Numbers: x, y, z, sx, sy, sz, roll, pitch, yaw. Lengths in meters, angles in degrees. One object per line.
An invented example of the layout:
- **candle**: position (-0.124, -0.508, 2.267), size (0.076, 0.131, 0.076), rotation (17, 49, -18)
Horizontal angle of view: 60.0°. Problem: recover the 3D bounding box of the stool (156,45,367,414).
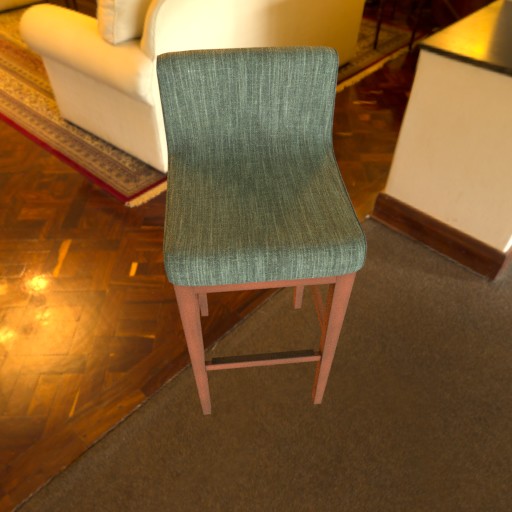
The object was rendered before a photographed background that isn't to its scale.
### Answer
- **stool**: position (0.000, 0.000, 1.234), size (0.426, 0.965, 0.499), rotation (-4, 46, -4)
